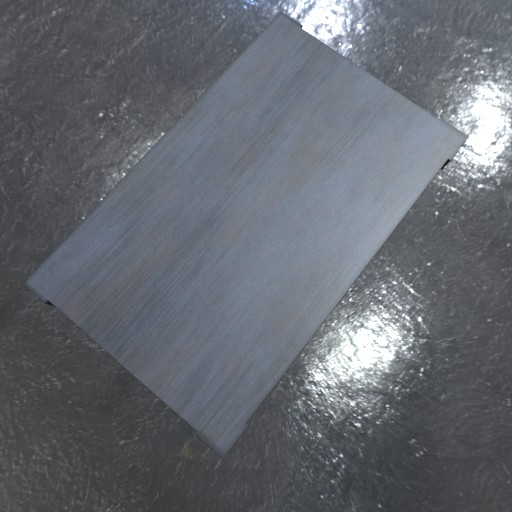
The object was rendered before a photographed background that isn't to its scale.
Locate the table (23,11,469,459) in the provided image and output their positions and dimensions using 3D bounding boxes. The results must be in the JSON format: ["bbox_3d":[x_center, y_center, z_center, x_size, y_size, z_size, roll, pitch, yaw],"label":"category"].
[{"bbox_3d":[0.000,0.000,1.048,0.413,0.660,0.660,38,79,9],"label":"table"}]
